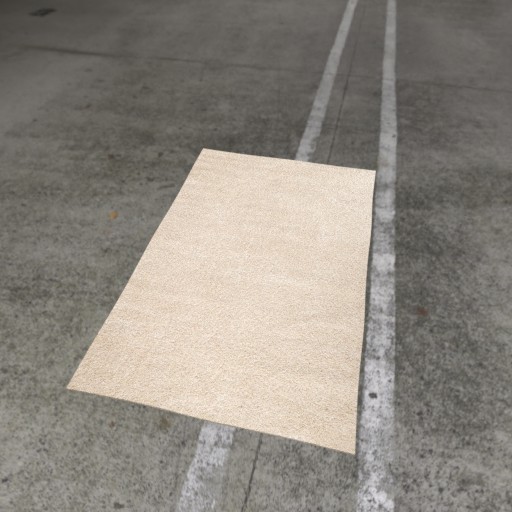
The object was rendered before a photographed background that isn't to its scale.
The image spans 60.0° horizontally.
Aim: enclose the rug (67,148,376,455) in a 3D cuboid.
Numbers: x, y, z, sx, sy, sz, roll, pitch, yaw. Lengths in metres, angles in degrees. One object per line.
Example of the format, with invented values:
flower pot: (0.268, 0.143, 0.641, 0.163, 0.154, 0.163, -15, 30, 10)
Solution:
rug: (0.000, 0.000, 3.008, 1.500, 0.025, 2.346, 9, 47, 9)
